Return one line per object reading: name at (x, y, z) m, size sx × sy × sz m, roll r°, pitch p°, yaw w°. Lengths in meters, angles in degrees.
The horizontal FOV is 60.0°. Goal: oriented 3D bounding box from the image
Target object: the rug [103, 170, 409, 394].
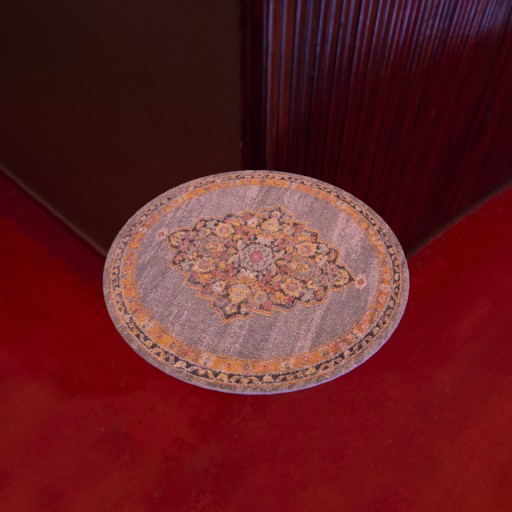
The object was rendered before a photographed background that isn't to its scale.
rug at (0.000, 0.000, 3.547) m, size 2.382 × 0.014 × 2.382 m, roll 0°, pitch 45°, yaw 0°
